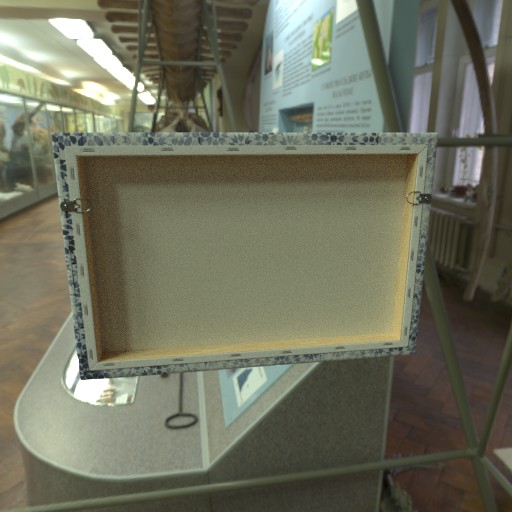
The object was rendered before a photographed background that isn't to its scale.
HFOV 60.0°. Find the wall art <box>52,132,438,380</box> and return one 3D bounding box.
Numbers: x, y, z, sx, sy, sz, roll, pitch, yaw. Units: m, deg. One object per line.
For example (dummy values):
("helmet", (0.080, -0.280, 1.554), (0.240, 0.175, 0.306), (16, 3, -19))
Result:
("wall art", (0.000, 0.000, 1.135), (0.911, 0.608, 0.057), (-2, 15, -9))
